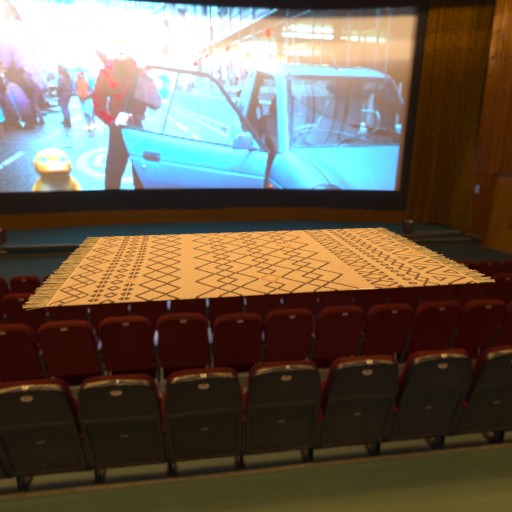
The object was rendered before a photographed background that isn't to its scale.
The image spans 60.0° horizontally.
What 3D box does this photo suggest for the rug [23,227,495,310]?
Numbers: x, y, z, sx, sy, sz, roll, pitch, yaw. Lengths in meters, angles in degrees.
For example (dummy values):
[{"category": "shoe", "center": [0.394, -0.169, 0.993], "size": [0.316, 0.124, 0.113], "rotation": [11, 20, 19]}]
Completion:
[{"category": "rug", "center": [0.000, 0.000, 2.423], "size": [2.023, 0.028, 1.224], "rotation": [-2, 15, -9]}]
